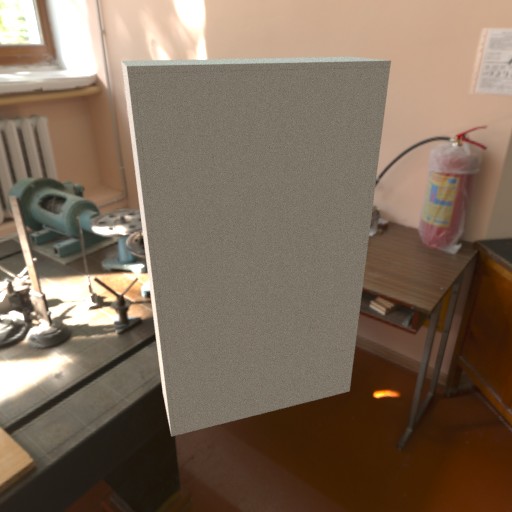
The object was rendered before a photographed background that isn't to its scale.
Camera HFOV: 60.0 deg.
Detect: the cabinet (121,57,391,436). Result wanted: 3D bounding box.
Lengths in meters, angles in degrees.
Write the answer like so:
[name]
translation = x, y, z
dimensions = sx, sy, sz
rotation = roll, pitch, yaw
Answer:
[cabinet]
translation = 0.000, 0.000, 1.584
dimensions = 0.750, 1.280, 0.250
rotation = -8, 28, -16
